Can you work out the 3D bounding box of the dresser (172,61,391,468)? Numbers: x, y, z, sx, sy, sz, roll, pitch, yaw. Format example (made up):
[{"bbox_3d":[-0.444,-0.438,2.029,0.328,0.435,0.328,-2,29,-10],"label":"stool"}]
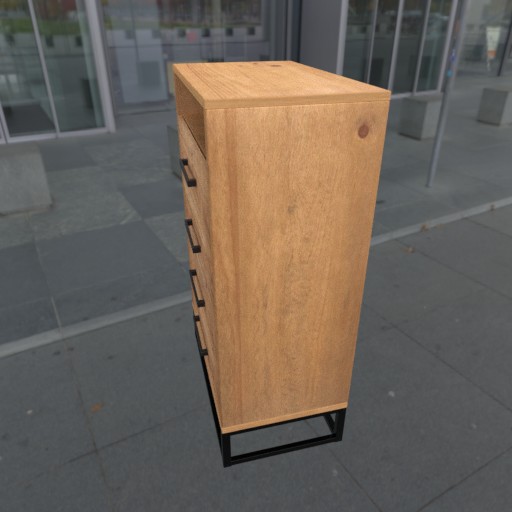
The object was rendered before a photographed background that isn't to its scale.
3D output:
[{"bbox_3d":[0.000,0.000,1.627,0.479,1.240,0.761,-7,30,-13],"label":"dresser"}]
